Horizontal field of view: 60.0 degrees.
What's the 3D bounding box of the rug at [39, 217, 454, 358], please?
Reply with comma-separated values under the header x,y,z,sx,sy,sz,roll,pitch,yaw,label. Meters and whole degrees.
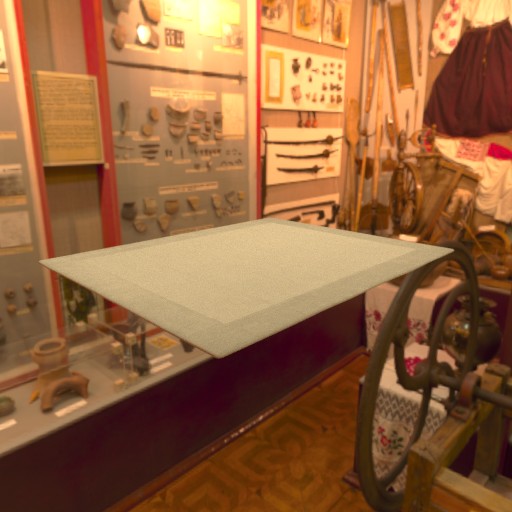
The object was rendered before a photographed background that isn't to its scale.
x,y,z,sx,sy,sz,roll,pitch,yaw,label
0.000,0.000,4.037,2.430,0.018,2.976,15,21,43,rug
